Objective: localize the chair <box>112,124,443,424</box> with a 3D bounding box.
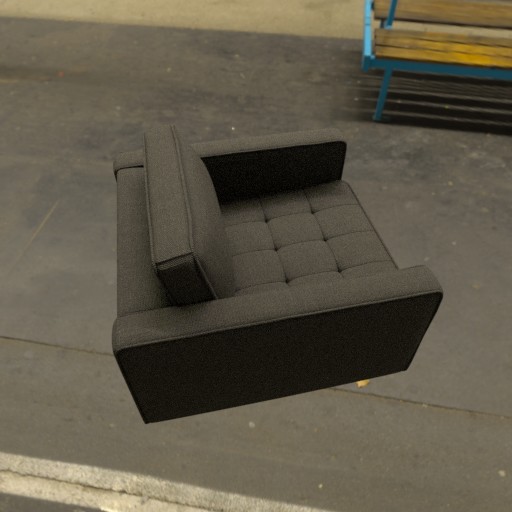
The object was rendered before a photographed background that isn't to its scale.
[{"bbox_3d":[0.000,0.000,1.588,0.919,0.770,0.899,-9,47,-8],"label":"chair"}]
